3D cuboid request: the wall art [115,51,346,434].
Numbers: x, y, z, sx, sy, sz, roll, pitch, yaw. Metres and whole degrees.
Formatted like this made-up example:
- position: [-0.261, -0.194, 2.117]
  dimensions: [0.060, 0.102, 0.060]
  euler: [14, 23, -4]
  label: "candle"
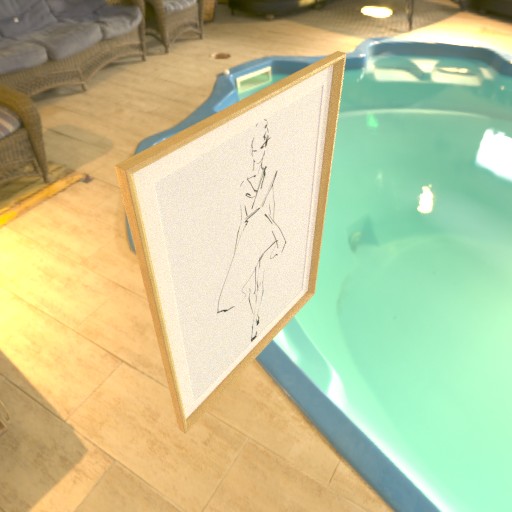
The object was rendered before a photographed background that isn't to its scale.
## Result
- position: [0.000, 0.000, 1.369]
  dimensions: [0.030, 1.002, 0.798]
  euler: [28, 49, 27]
  label: "wall art"
